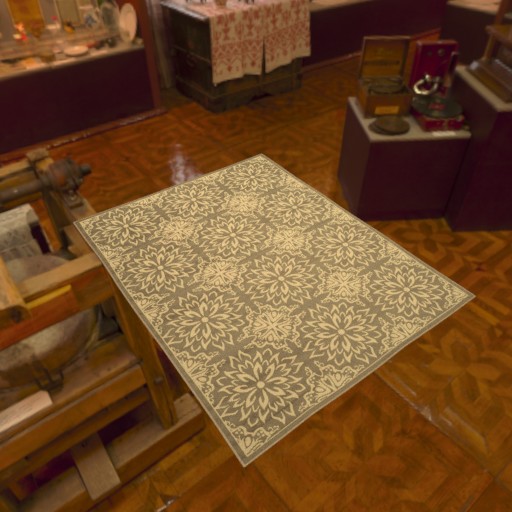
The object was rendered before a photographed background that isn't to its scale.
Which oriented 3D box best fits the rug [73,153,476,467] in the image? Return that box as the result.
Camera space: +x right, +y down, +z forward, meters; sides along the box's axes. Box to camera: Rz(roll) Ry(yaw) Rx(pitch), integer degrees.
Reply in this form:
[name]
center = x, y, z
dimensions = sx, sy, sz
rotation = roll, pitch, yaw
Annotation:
[rug]
center = 0.000, 0.000, 4.065
dimensions = 2.363, 0.012, 2.980
rotation = -26, 48, -26
